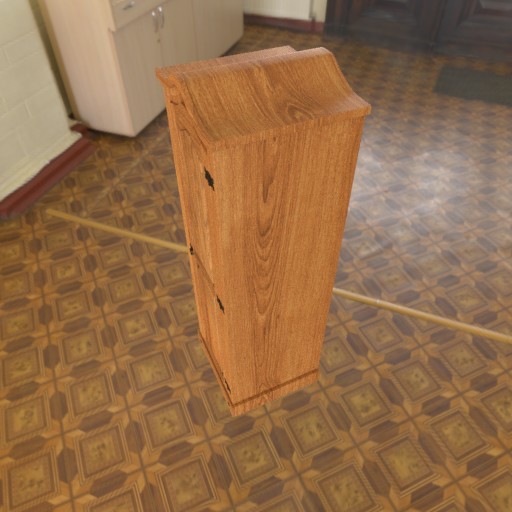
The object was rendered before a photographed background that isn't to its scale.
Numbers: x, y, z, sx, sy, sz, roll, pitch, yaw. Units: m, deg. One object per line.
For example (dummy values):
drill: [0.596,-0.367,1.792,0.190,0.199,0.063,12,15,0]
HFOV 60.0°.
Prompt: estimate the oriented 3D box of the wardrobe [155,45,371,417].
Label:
wardrobe: [0.000,0.000,2.170,0.570,1.870,0.590,-18,48,-17]
